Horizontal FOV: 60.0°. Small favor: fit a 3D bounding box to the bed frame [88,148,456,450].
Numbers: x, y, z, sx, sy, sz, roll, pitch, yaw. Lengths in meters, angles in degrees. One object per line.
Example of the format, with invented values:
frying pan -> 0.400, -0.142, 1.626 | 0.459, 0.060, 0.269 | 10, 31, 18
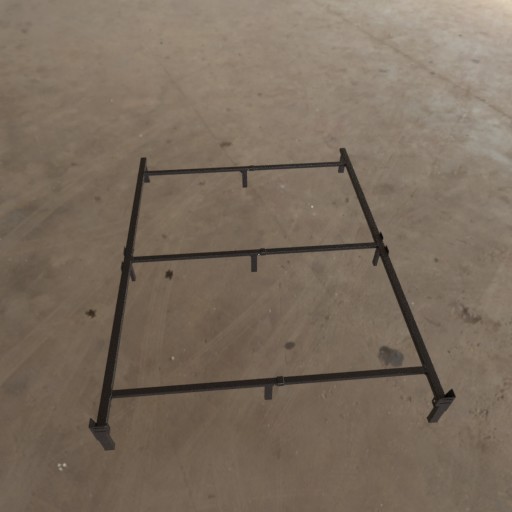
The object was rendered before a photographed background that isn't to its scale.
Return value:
bed frame -> 0.000, 0.000, 2.563 | 1.498, 0.248, 1.990 | -4, 46, -3
